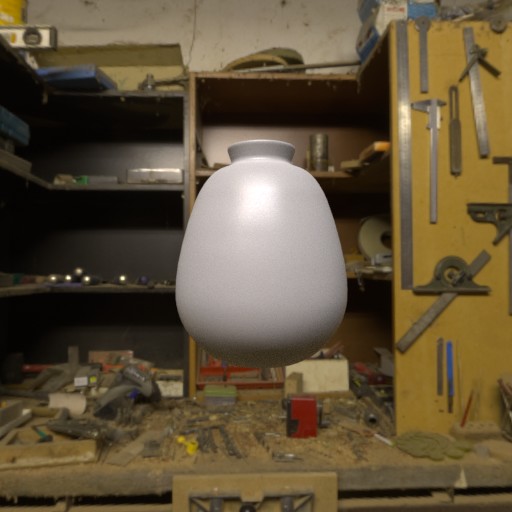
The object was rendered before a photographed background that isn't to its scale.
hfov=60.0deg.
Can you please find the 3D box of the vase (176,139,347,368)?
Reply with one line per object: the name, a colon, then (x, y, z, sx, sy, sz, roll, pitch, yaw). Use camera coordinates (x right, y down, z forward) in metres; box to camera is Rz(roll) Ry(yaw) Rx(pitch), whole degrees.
vase: (0.000, 0.000, 0.356, 0.097, 0.122, 0.297, 0, -1, -2)
